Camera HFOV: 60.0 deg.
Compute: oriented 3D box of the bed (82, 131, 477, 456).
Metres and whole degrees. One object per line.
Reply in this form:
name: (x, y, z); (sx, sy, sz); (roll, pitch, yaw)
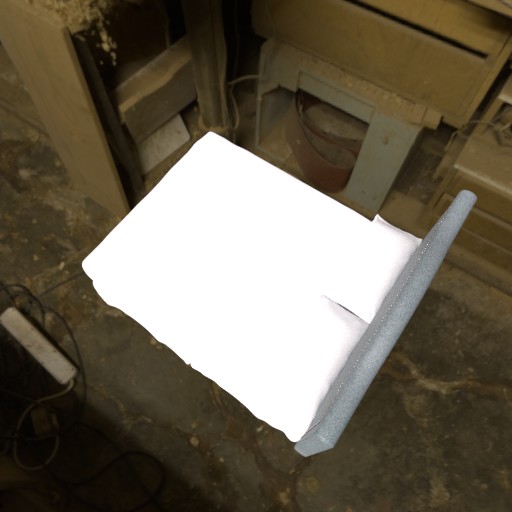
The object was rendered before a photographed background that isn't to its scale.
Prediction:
bed: (0.000, 0.000, 3.238); (2.143, 1.460, 1.753); (32, 68, 15)
